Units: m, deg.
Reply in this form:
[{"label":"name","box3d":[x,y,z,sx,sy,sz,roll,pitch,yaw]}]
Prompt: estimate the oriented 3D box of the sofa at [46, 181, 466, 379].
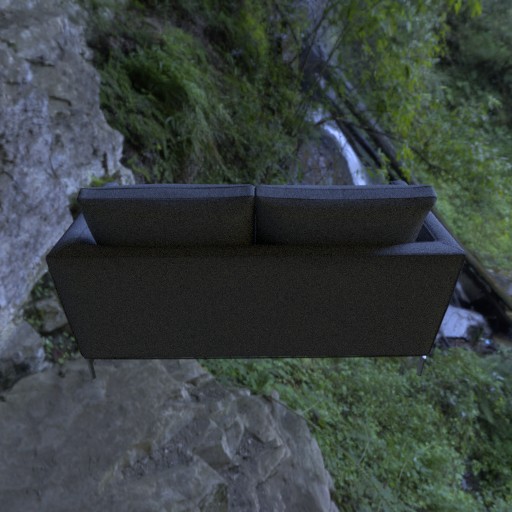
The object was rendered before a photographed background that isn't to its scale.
[{"label":"sofa","box3d":[0.000,0.000,2.112,1.594,0.924,0.803,0,30,-1]}]
